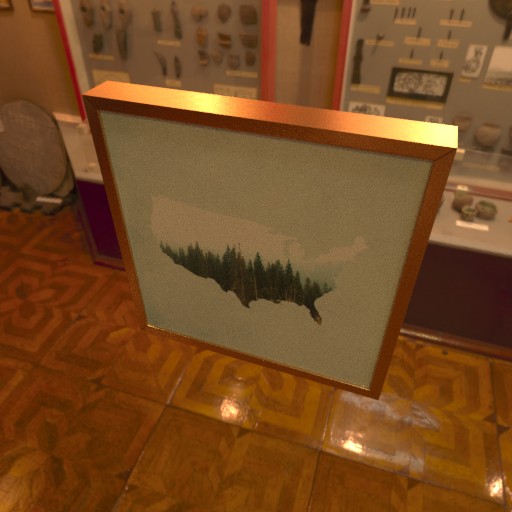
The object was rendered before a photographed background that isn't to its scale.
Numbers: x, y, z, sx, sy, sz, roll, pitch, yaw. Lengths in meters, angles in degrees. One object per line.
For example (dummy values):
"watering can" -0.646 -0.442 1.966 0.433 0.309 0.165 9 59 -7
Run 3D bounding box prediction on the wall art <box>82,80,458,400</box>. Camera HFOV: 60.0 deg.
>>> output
"wall art" 0.000 0.000 0.451 0.304 0.304 0.038 13 41 15
